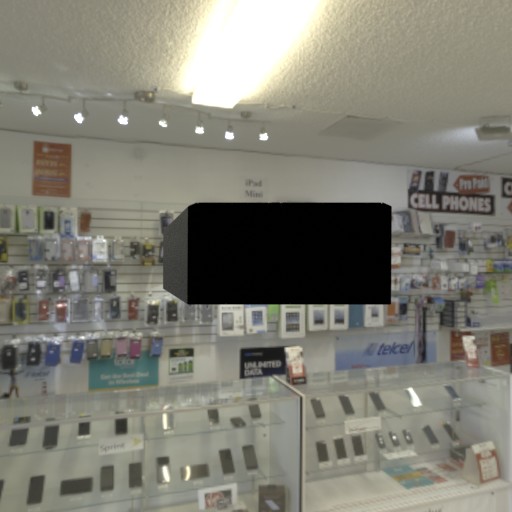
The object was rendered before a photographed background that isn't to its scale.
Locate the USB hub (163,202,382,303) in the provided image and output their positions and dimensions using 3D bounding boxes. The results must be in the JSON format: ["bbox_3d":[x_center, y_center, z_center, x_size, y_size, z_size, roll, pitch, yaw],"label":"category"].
[{"bbox_3d":[0.000,0.000,0.126,0.044,0.023,0.110,0,-1,-16],"label":"USB hub"}]
